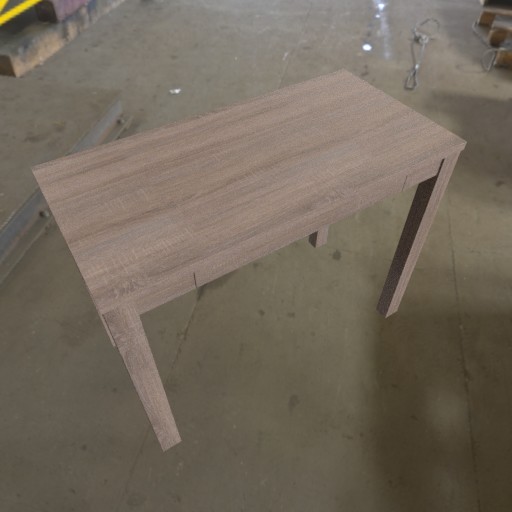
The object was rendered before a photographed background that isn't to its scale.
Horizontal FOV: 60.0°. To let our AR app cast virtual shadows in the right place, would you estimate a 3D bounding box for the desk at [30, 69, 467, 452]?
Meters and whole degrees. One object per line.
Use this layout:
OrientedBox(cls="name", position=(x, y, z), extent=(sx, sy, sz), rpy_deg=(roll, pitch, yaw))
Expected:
OrientedBox(cls="desk", position=(0.000, 0.000, 1.400), extent=(0.991, 0.762, 0.495), rpy_deg=(-25, 52, -21))
